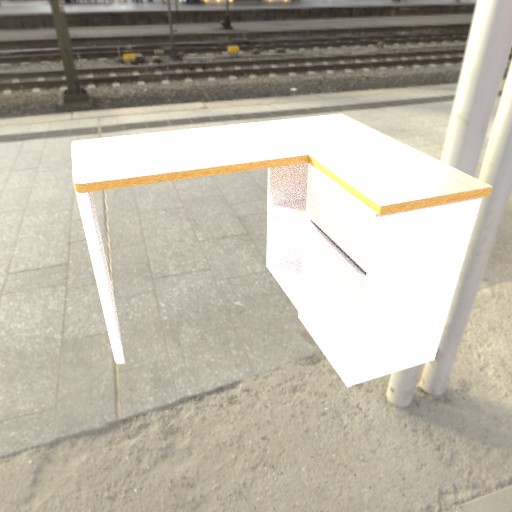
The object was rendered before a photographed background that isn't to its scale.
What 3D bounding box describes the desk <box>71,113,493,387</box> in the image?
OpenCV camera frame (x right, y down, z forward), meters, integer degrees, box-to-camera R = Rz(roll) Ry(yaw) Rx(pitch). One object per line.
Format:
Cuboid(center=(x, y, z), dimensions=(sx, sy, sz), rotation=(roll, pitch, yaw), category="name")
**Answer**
Cuboid(center=(0.000, 0.000, 1.704), dimensions=(1.170, 0.760, 0.900), rotation=(-11, 34, -17), category="desk")
